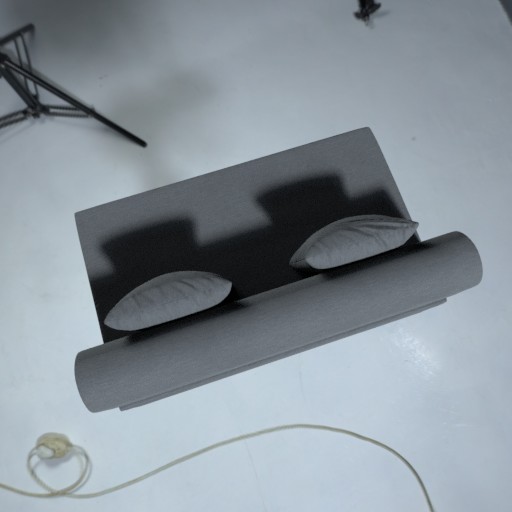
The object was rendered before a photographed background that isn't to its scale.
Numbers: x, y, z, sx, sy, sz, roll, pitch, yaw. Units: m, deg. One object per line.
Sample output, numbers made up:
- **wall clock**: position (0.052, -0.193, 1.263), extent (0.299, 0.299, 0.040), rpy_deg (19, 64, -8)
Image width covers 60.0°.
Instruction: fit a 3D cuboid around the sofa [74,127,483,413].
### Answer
- **sofa**: position (0.000, 0.000, 1.654), extent (1.225, 0.670, 0.762), rpy_deg (-17, 76, -5)
